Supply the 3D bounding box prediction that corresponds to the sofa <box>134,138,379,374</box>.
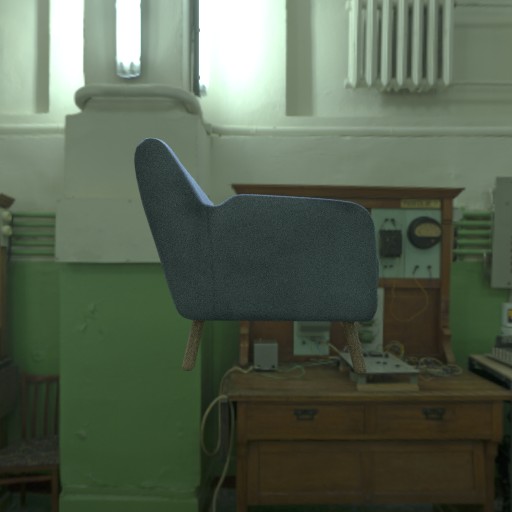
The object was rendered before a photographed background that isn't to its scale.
[{"bbox_3d":[0.000,0.000,2.317,0.850,0.810,1.870,0,0,0],"label":"sofa"}]
